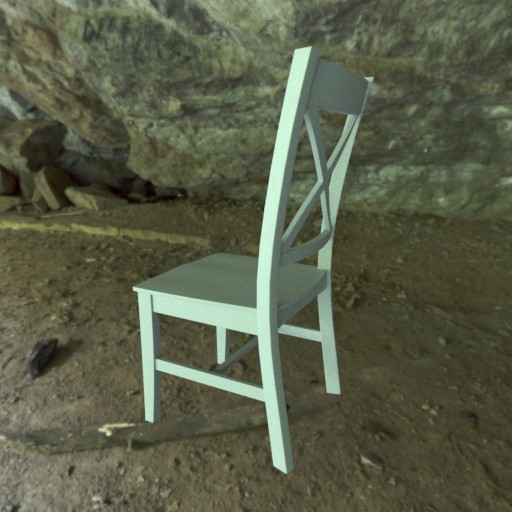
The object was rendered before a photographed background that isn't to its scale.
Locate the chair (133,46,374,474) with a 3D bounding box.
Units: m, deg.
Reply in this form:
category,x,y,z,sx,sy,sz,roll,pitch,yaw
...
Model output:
category,x,y,z,sx,sy,sz,roll,pitch,yaw
chair,0.000,0.000,1.274,0.542,0.983,0.485,7,16,27
